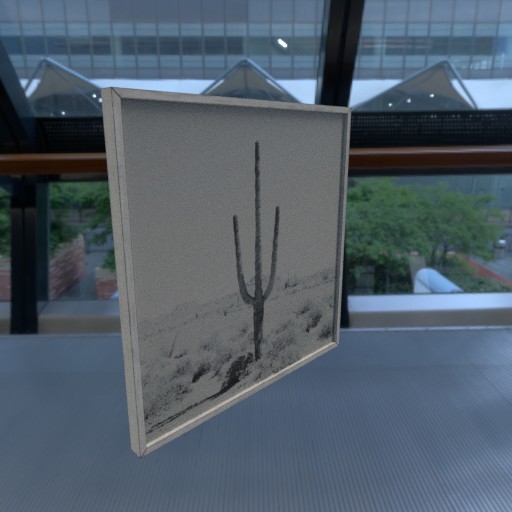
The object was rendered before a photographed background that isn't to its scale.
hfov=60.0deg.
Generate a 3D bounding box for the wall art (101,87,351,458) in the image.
[{"bbox_3d":[0.000,0.000,1.146,0.038,0.762,0.762,14,20,42],"label":"wall art"}]
